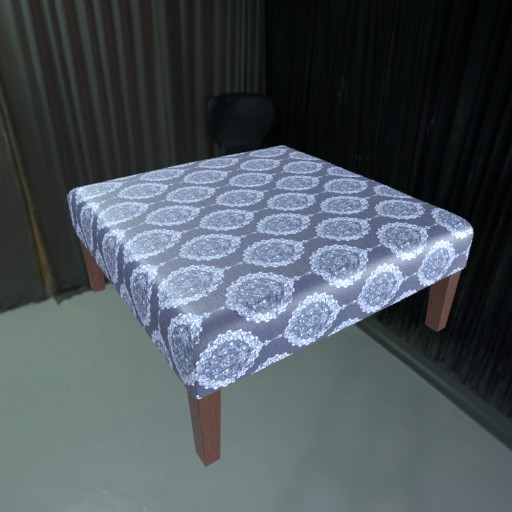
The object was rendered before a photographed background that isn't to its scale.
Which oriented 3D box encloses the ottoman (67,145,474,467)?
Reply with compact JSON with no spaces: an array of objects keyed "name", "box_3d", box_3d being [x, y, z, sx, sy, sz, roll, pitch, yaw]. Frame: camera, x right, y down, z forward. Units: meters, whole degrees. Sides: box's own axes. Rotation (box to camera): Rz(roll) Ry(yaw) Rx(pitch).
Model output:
[{"name":"ottoman","box_3d":[0.000,0.000,1.411,0.890,0.409,0.889,-19,35,-29]}]
